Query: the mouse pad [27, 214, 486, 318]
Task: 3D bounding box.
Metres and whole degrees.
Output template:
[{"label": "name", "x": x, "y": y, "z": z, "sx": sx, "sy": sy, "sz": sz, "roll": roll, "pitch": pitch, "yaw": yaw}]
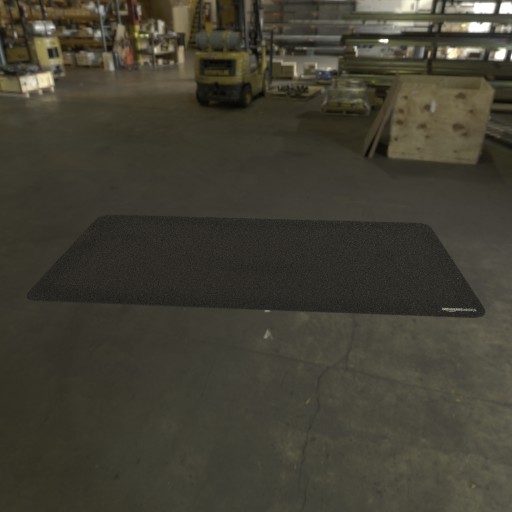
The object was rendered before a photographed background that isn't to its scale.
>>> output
[{"label": "mouse pad", "x": 0.000, "y": 0.000, "z": 1.038, "sx": 0.907, "sy": 0.003, "sz": 0.424, "roll": 2, "pitch": 29, "yaw": 3}]
